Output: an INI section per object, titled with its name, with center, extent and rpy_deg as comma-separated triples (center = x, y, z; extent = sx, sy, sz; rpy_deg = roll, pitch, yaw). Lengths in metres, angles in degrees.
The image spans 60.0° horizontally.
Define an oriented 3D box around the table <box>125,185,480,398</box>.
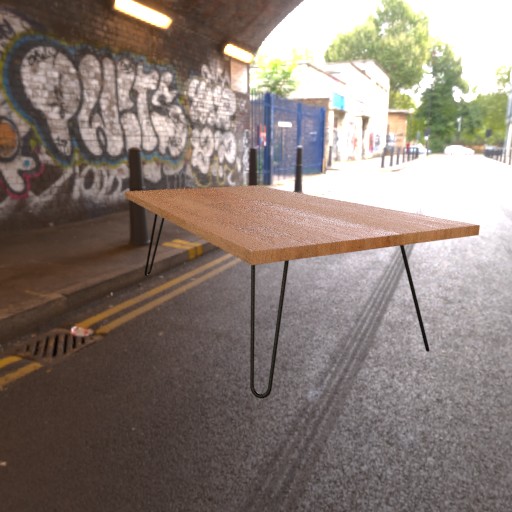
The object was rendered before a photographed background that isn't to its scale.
[table]
center = 0.000, 0.000, 1.696
extent = 0.699, 0.400, 1.348
rpy_deg = -7, 16, -26
